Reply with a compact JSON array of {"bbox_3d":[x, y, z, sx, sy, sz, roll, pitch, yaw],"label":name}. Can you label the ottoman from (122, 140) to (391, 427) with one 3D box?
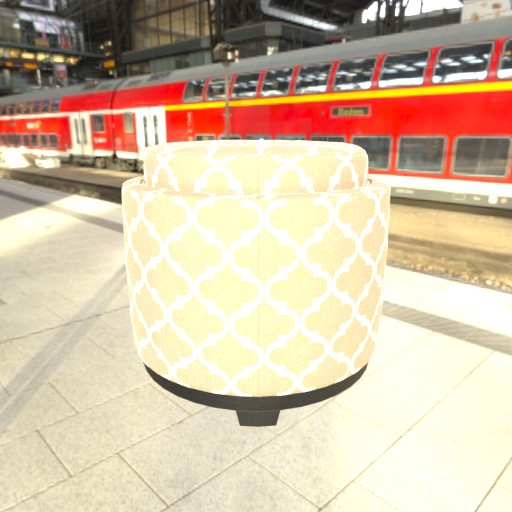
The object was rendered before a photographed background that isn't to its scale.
[{"bbox_3d":[0.000,0.000,0.850,0.480,0.429,0.480,0,16,0],"label":"ottoman"}]
